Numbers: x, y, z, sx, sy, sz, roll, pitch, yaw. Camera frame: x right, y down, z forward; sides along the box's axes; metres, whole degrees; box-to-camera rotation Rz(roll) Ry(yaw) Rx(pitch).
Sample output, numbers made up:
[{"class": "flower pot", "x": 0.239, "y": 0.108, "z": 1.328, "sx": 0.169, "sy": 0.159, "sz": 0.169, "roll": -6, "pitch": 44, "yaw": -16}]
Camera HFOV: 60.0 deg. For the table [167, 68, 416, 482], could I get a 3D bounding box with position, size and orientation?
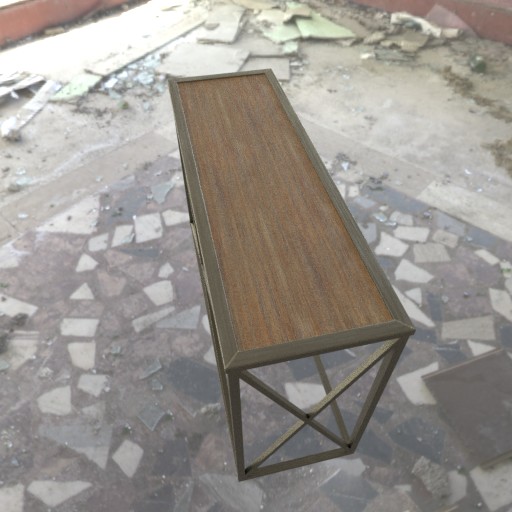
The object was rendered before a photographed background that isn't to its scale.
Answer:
[{"class": "table", "x": 0.000, "y": 0.000, "z": 1.562, "sx": 0.402, "sy": 0.753, "sz": 1.216, "roll": -10, "pitch": 49, "yaw": -9}]
